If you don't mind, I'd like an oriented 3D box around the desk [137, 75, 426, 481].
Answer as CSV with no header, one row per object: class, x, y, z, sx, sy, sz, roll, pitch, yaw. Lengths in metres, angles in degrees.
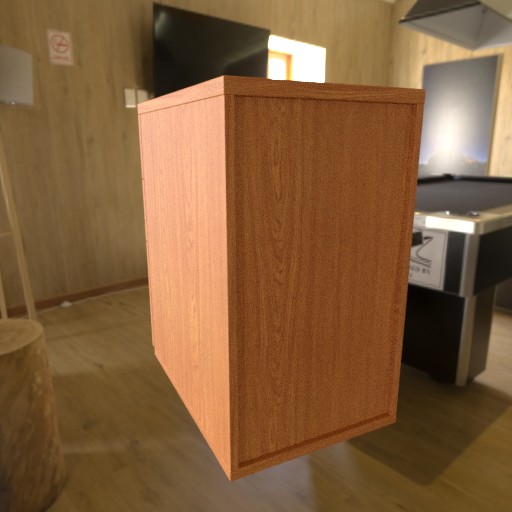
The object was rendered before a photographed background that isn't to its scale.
desk,0.000,0.000,1.084,0.404,0.730,0.600,-7,16,-26
